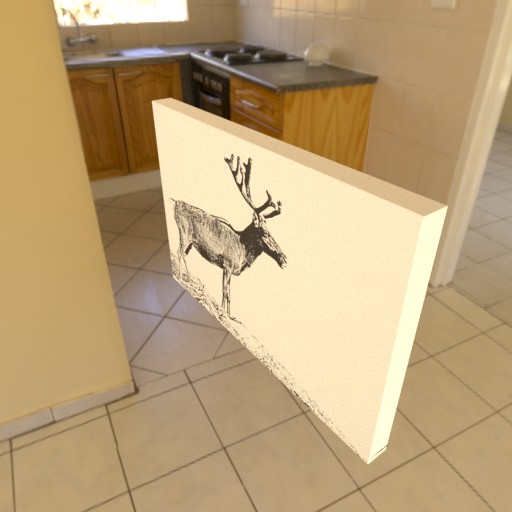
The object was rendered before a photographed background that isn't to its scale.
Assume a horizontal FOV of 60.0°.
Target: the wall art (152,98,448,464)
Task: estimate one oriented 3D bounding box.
[{"bbox_3d":[0.000,0.000,0.766,0.042,0.414,0.608,-22,38,-31],"label":"wall art"}]
